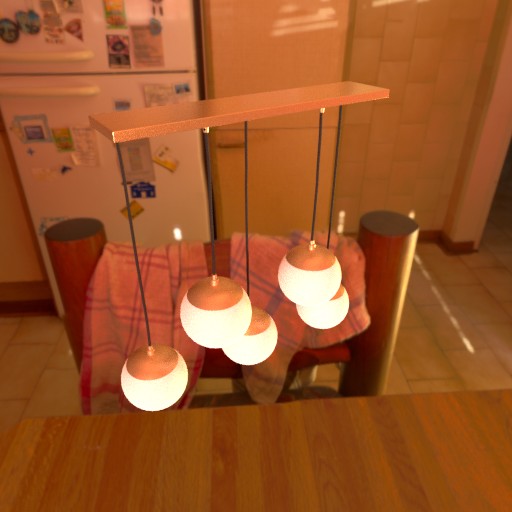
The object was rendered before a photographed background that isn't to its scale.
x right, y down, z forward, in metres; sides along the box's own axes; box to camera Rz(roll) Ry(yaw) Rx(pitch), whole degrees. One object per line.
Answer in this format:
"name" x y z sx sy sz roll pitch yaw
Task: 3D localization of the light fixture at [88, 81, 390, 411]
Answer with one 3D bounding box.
"light fixture" 0.000 0.000 1.291 0.863 0.869 0.299 -19 36 -29
